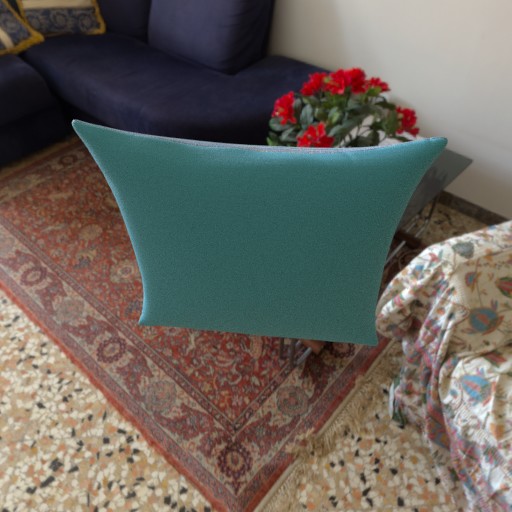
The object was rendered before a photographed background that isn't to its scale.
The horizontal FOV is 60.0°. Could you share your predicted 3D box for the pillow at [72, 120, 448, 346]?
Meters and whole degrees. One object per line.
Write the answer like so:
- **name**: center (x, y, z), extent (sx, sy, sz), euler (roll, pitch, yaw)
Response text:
- **pillow**: center (0.000, 0.000, 0.772), extent (0.514, 0.497, 0.150), euler (4, 47, 4)
